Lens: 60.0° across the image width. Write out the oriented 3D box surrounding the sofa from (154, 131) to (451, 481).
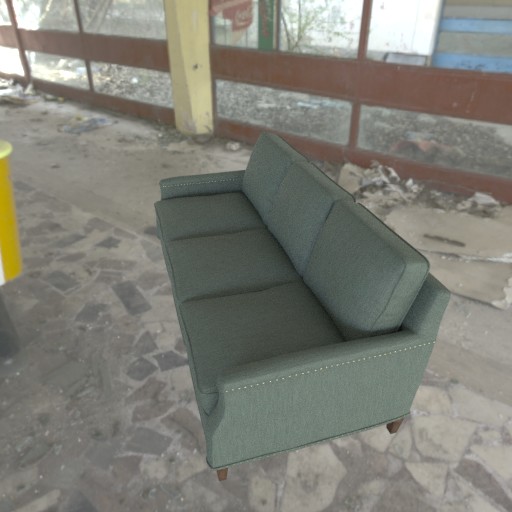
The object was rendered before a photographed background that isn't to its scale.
[{"bbox_3d":[0.000,0.000,2.770,1.084,1.003,2.246,-9,32,-14],"label":"sofa"}]
